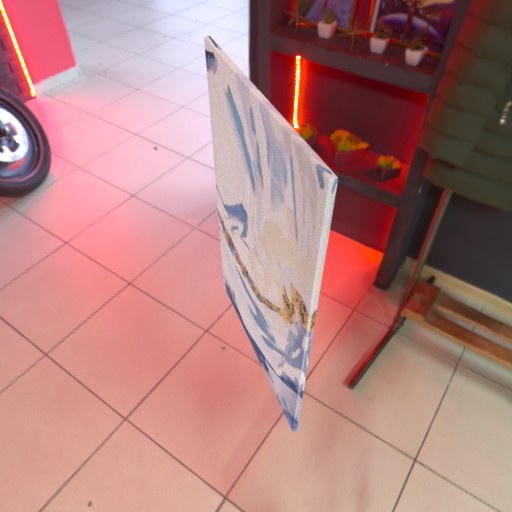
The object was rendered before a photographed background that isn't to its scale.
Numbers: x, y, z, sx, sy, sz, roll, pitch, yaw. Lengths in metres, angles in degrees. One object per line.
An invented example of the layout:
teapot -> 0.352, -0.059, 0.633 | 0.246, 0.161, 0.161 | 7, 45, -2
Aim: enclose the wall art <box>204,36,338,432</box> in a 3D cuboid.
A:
wall art -> 0.000, 0.000, 1.179 | 0.016, 0.914, 0.610 | -17, 48, -15
